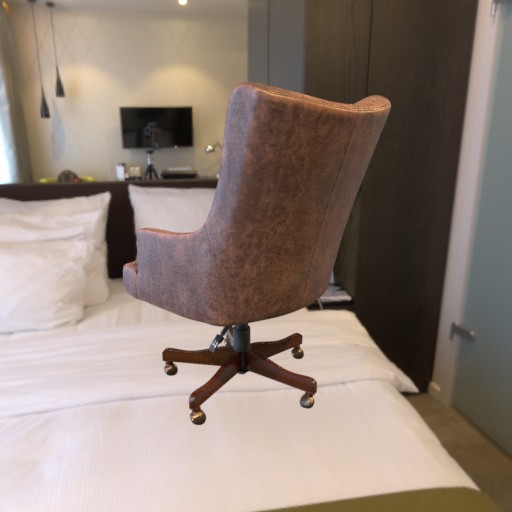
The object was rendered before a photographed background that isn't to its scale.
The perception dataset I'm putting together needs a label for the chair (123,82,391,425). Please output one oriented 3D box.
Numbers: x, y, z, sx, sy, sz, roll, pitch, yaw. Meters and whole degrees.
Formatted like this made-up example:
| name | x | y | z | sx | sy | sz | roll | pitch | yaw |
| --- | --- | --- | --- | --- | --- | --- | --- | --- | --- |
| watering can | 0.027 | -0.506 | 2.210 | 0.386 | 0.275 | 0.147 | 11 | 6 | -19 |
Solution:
| name | x | y | z | sx | sy | sz | roll | pitch | yaw |
| --- | --- | --- | --- | --- | --- | --- | --- | --- | --- |
| chair | 0.000 | 0.000 | 1.514 | 0.641 | 1.035 | 0.762 | -14 | 21 | -41 |
